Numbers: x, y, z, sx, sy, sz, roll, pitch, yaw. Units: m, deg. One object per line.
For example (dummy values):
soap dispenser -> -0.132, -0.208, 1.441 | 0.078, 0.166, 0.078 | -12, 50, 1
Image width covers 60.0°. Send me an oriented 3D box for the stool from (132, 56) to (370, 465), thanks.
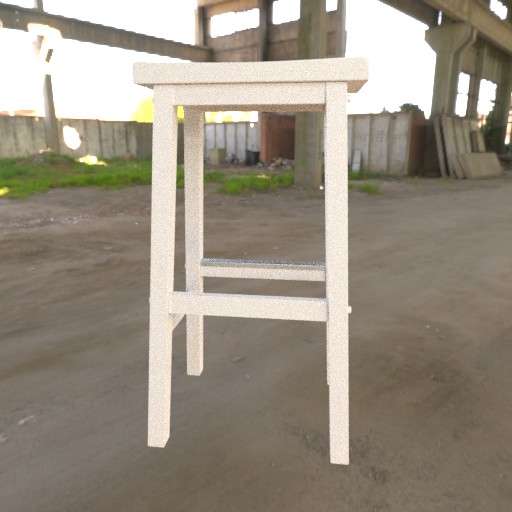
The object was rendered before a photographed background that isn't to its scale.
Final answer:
stool -> 0.000, 0.000, 0.944 | 0.406, 0.742, 0.322 | 2, 15, 7
